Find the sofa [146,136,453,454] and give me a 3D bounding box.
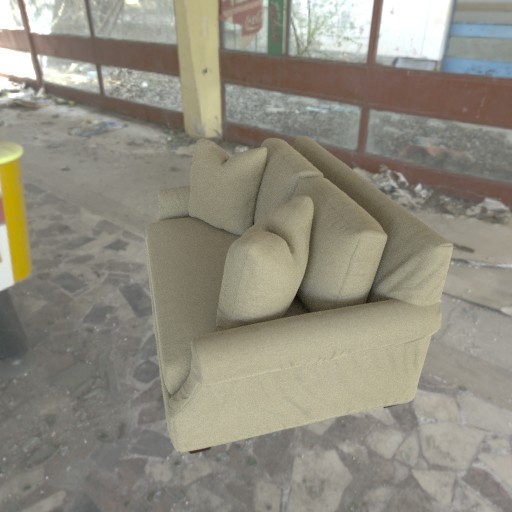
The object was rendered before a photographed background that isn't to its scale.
[{"bbox_3d":[0.000,0.000,2.190,1.070,0.905,1.550,-8,32,-13],"label":"sofa"}]
